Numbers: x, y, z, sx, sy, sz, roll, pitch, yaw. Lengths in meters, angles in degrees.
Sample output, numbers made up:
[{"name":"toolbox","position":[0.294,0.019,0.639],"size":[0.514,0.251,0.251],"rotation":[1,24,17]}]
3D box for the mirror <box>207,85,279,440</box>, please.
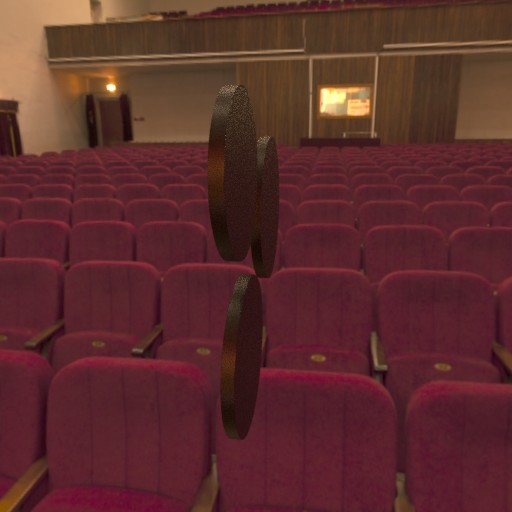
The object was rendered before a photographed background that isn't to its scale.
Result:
[{"name":"mirror","position":[0.000,0.000,3.114],"size":[0.076,2.096,2.160],"rotation":[2,14,9]}]
